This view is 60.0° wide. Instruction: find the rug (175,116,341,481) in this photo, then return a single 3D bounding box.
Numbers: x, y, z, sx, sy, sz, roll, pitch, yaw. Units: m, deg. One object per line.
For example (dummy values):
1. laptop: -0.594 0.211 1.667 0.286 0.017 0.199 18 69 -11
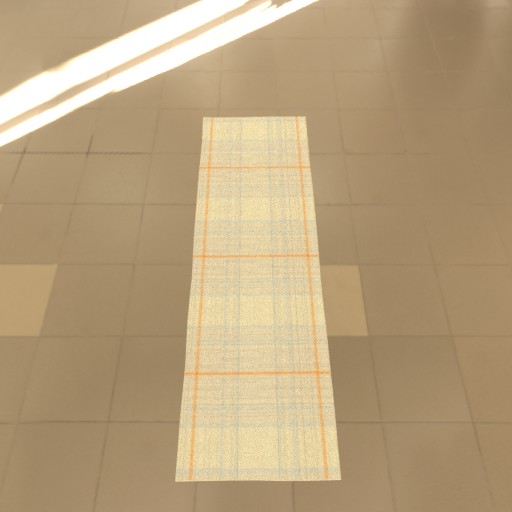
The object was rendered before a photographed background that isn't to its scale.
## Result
1. rug: 0.000 0.000 2.688 0.770 0.016 2.442 0 59 0
